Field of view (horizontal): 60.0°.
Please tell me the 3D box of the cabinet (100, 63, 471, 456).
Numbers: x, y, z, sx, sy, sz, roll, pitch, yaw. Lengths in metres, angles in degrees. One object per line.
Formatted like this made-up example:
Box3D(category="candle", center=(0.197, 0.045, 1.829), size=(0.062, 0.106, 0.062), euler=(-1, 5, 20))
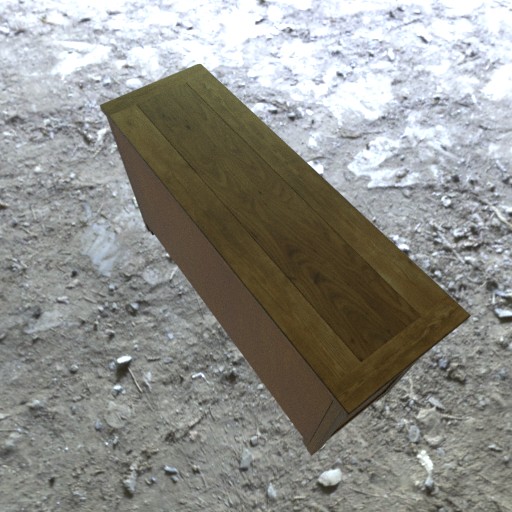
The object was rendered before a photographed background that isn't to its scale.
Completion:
Box3D(category="cabinet", center=(0.000, 0.000, 1.867), size=(0.480, 0.813, 1.474), euler=(-31, 63, -18))
